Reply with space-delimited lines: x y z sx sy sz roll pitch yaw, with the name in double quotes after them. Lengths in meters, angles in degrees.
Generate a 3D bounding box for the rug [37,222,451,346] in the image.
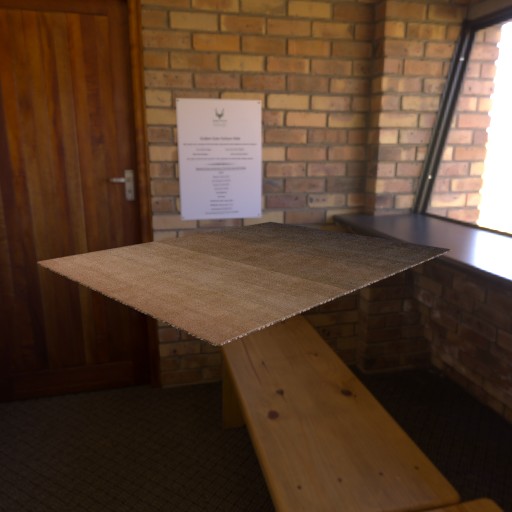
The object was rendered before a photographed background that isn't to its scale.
0.000 0.000 3.921 2.305 0.017 2.902 13 19 43 "rug"
